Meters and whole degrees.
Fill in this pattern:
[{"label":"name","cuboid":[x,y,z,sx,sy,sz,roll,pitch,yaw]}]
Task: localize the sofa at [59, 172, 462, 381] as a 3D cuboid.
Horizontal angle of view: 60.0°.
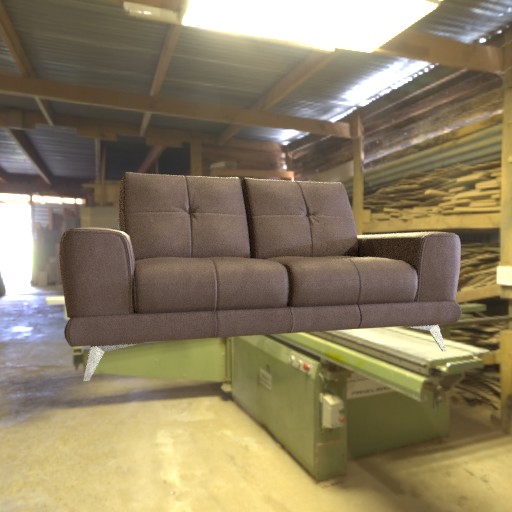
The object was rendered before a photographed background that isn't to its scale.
[{"label":"sofa","cuboid":[0.000,0.000,2.318,1.806,0.907,1.018,0,1,-17]}]
